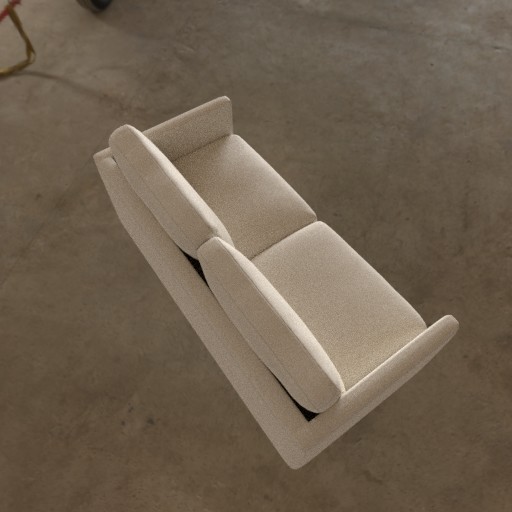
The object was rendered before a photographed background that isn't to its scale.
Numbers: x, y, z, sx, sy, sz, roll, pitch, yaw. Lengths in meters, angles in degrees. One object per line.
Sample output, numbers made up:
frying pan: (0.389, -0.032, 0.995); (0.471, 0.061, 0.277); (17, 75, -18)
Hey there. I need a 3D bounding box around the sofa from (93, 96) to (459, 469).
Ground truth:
sofa: (0.000, 0.000, 2.503); (0.965, 0.889, 1.981); (-31, 63, -18)
